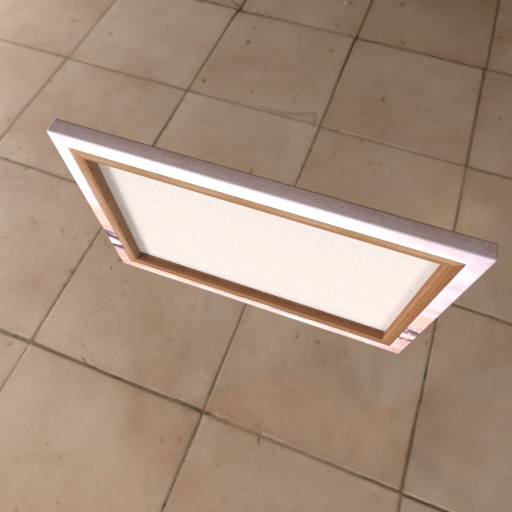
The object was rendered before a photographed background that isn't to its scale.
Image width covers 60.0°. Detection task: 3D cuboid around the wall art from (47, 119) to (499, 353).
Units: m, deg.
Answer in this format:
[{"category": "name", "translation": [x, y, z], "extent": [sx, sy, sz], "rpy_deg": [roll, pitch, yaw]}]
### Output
[{"category": "wall art", "translation": [0.000, 0.000, 1.127], "extent": [0.913, 0.609, 0.038], "rpy_deg": [17, 64, 9]}]
